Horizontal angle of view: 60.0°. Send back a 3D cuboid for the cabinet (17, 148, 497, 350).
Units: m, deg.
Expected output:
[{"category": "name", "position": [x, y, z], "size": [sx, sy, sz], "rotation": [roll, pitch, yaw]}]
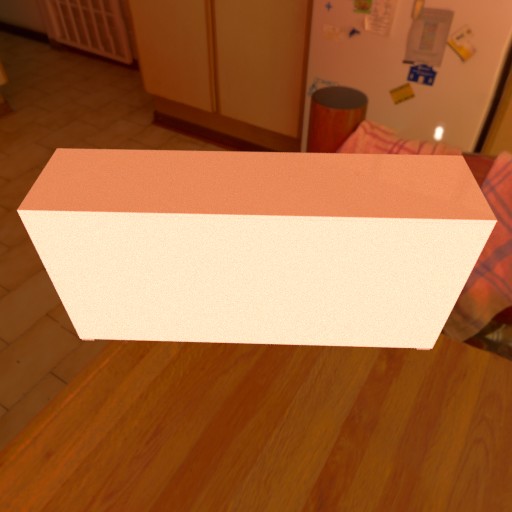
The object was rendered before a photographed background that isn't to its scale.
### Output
[{"category": "cabinet", "position": [0.000, 0.000, 1.946], "size": [1.650, 0.800, 0.400], "rotation": [1, 45, 1]}]
